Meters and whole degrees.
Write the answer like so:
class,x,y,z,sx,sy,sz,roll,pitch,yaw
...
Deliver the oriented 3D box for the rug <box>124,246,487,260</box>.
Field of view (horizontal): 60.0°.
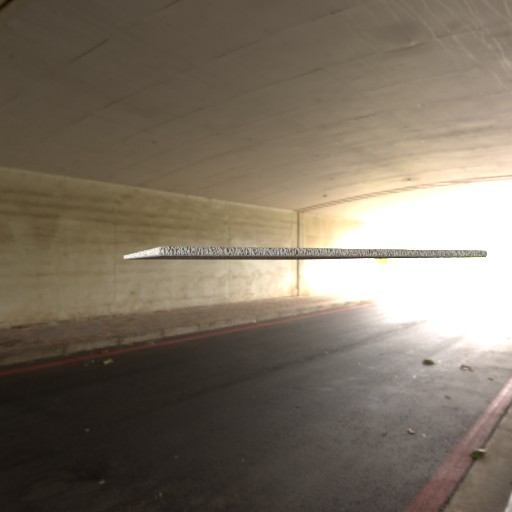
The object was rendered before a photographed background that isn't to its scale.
class,x,y,z,sx,sy,sz,roll,pitch,yaw
rug,0.000,0.000,2.289,1.219,0.030,1.778,0,-1,-20
